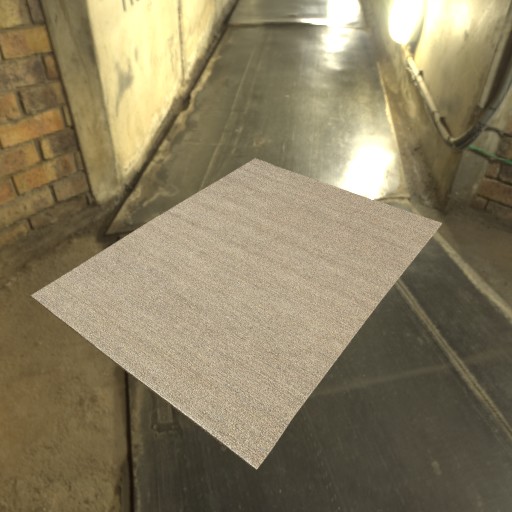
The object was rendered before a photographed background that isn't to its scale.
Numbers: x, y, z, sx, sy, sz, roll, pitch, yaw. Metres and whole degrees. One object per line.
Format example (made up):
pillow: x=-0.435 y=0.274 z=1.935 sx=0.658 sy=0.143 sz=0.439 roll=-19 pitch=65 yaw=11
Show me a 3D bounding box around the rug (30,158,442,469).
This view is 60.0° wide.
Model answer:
rug: x=0.000 y=0.000 z=4.746 sx=2.757 sy=0.051 sz=3.626 roll=26 pitch=46 yaw=28
